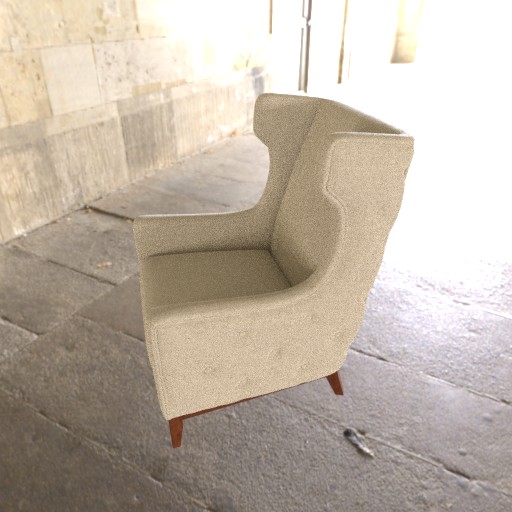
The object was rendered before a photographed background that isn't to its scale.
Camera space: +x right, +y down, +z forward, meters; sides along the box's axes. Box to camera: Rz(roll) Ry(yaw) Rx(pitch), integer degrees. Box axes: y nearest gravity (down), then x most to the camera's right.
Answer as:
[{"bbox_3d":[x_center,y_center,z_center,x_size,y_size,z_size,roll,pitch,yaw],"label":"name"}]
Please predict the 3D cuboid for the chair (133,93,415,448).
[{"bbox_3d":[0.000,0.000,1.709,0.899,1.079,0.778,-8,31,-14],"label":"chair"}]
